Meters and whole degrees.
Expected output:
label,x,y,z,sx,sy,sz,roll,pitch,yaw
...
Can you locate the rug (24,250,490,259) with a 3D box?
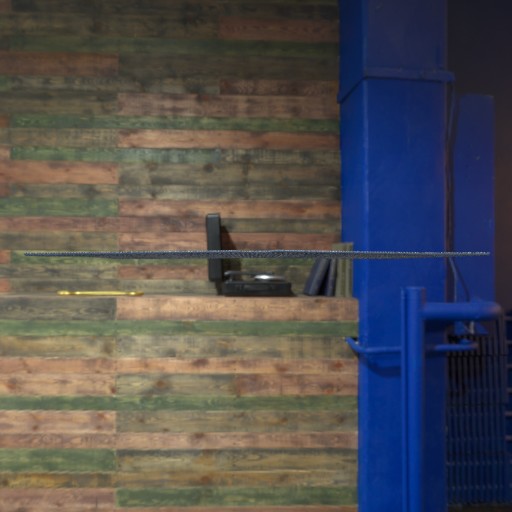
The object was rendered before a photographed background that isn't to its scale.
label,x,y,z,sx,sy,sz,roll,pitch,yaw
rug,0.000,0.000,3.021,2.349,0.030,1.624,0,-1,0
